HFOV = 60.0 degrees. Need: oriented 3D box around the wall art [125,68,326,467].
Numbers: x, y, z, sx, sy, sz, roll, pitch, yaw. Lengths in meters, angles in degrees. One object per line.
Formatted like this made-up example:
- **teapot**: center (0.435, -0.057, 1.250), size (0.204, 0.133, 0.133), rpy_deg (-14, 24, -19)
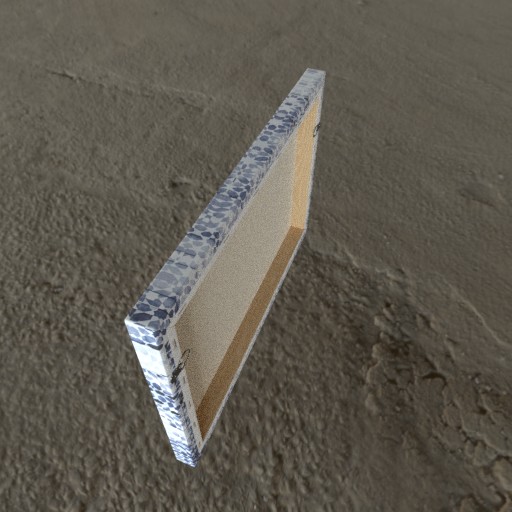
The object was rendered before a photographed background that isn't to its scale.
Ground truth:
- **wall art**: center (0.000, 0.000, 1.162), size (0.057, 0.608, 0.911), rpy_deg (17, 49, 15)
